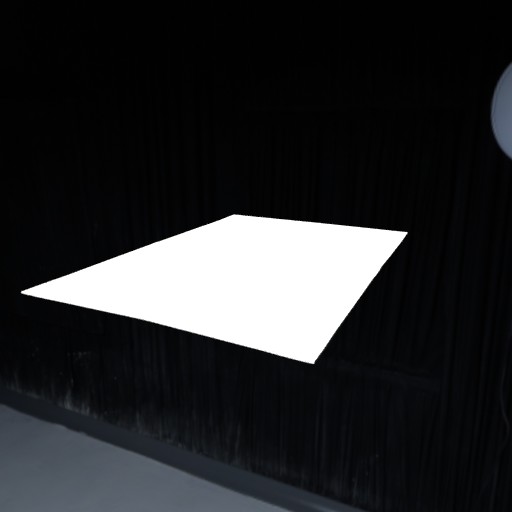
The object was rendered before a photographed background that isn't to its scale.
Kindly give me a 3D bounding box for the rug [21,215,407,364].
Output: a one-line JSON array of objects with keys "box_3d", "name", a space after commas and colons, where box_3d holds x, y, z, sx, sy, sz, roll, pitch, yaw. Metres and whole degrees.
[{"box_3d": [0.000, 0.000, 3.714, 2.032, 0.038, 2.869, 8, 19, 25], "name": "rug"}]
